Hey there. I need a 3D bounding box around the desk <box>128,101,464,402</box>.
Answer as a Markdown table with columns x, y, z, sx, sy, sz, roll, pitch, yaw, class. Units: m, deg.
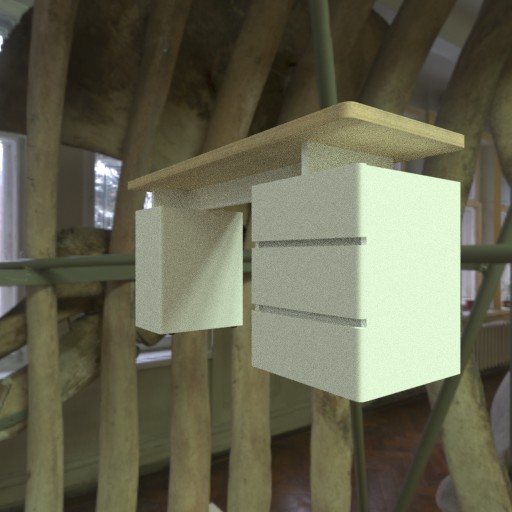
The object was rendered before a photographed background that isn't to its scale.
| x | y | z | sx | sy | sz | roll | pitch | yaw | class |
| --- | --- | --- | --- | --- | --- | --- | --- | --- | --- |
| 0.000 | 0.000 | 1.835 | 0.550 | 0.755 | 1.500 | 0 | 0 | -36 | desk |
